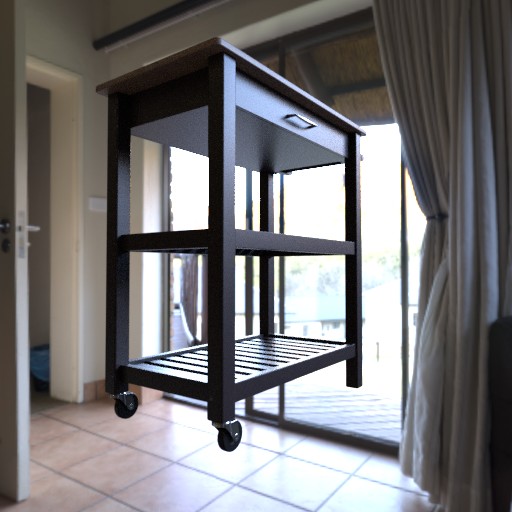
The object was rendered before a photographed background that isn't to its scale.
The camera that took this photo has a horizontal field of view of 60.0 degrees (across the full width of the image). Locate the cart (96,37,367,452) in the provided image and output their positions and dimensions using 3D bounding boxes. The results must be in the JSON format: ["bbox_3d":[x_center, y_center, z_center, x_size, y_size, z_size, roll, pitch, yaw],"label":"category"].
[{"bbox_3d":[0.000,0.000,1.444,0.457,0.927,0.899,-1,-2,36],"label":"cart"}]
